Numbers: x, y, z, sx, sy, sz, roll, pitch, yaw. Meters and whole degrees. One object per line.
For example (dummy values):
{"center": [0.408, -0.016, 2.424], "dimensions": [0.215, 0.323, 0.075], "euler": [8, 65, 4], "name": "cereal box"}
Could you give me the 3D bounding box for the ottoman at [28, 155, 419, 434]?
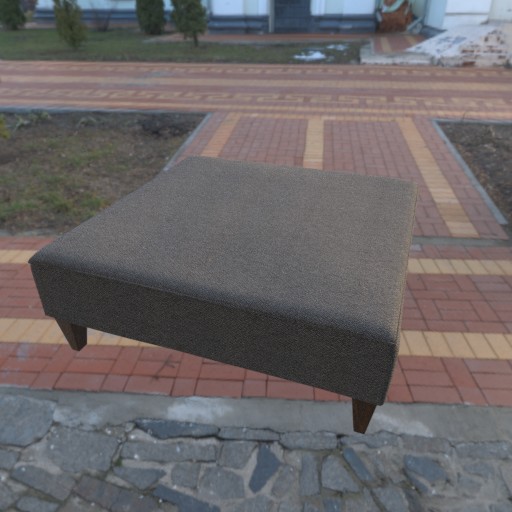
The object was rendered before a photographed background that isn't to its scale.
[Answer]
{"center": [0.000, 0.000, 1.512], "dimensions": [0.981, 0.378, 0.970], "euler": [11, 32, 17], "name": "ottoman"}
